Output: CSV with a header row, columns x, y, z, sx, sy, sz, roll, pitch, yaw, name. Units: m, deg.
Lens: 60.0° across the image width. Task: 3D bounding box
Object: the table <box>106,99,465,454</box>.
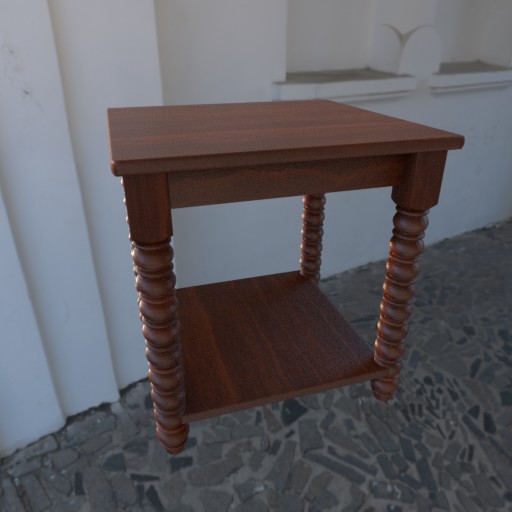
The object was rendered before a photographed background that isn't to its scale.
x,y,z,sx,sy,sz,roll,pitch,yaw,name
0.000,0.000,0.952,0.533,0.567,0.500,-8,27,-16,table
